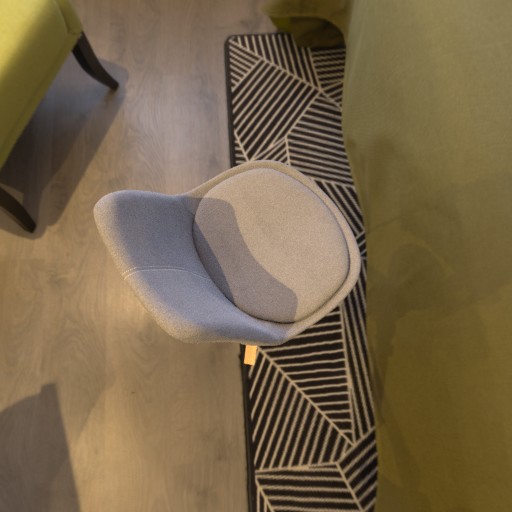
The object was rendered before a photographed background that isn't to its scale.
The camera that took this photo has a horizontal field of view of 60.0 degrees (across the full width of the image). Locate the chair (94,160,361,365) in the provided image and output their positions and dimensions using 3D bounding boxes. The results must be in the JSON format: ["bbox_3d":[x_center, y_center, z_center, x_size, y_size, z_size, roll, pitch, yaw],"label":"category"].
[{"bbox_3d":[0.000,0.000,1.198,0.549,0.863,0.474,-34,77,-9],"label":"chair"}]
